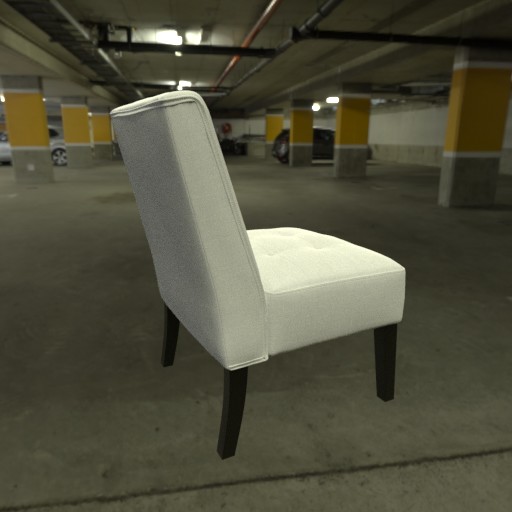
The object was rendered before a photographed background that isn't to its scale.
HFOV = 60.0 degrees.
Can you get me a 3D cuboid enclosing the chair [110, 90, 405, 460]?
[{"bbox_3d":[0.000,0.000,1.302,0.676,0.853,0.569,-8,17,-26],"label":"chair"}]
